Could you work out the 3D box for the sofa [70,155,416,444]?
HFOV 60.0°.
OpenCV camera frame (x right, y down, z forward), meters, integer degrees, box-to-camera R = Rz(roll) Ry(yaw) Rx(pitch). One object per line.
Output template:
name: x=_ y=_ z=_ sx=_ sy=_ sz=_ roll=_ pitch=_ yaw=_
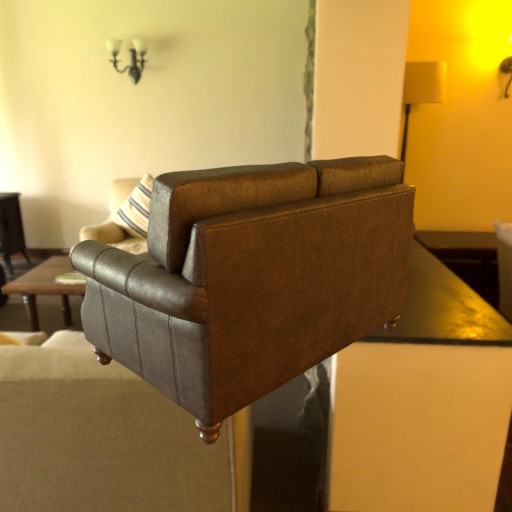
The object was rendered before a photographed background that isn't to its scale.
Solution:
sofa: x=0.000 y=0.000 z=2.247 sx=0.990 sy=0.976 sz=1.616 roll=15 pitch=22 yaw=43
